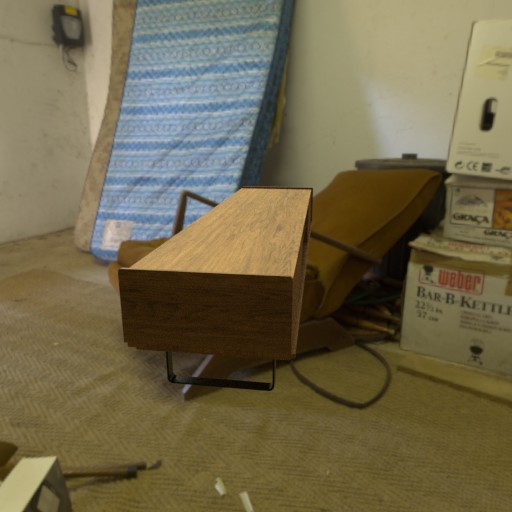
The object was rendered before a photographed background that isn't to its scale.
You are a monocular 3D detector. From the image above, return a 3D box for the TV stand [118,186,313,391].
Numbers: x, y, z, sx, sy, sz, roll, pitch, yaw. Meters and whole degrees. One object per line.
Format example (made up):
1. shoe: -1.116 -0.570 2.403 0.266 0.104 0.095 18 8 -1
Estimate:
1. TV stand: 0.000 0.000 2.033 0.467 0.415 1.796 2 16 8
